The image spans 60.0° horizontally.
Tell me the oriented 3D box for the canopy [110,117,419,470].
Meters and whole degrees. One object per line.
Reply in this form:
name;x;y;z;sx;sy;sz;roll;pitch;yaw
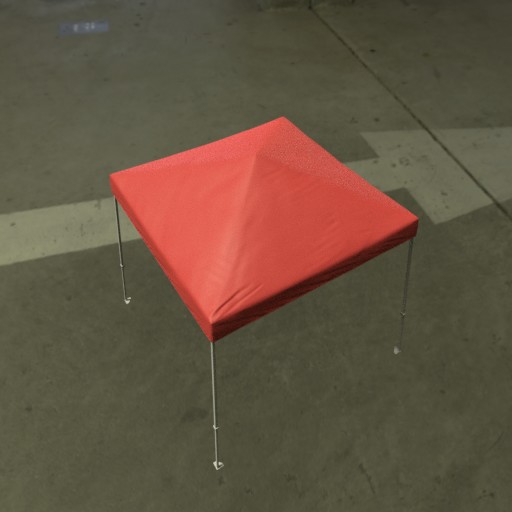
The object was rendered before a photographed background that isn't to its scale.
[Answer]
canopy;0.000;0.000;5.296;2.849;2.849;2.848;-25;51;-22
